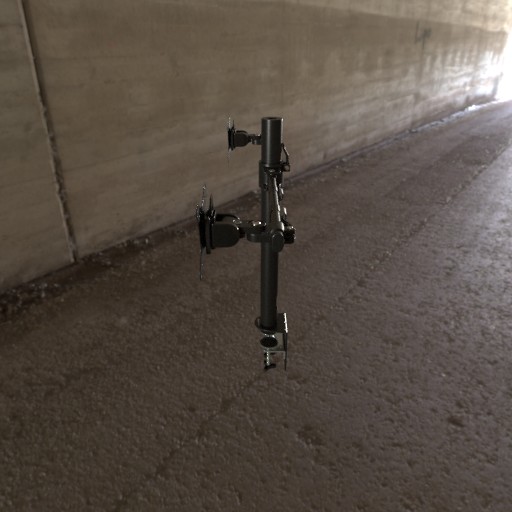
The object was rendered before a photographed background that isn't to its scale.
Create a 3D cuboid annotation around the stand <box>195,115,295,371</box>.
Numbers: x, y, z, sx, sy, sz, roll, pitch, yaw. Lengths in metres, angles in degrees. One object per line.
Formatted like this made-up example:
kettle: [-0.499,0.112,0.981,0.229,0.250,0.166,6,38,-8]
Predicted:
stand: [0.000,0.000,1.004,0.150,0.603,0.743,0,26,0]
